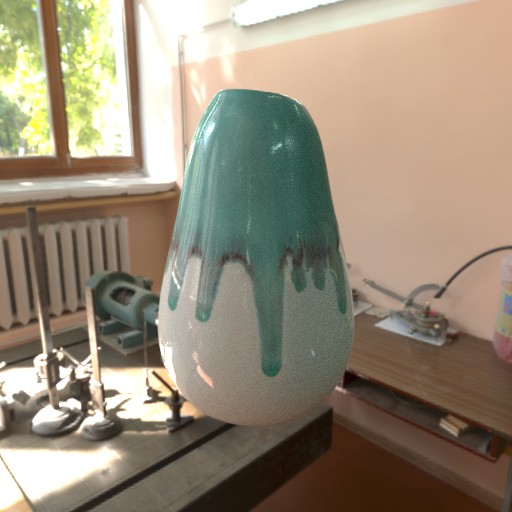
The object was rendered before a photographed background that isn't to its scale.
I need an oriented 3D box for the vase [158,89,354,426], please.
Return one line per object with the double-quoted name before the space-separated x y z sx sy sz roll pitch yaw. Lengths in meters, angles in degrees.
"vase" 0.000 0.000 0.258 0.116 0.179 0.116 0 14 0
